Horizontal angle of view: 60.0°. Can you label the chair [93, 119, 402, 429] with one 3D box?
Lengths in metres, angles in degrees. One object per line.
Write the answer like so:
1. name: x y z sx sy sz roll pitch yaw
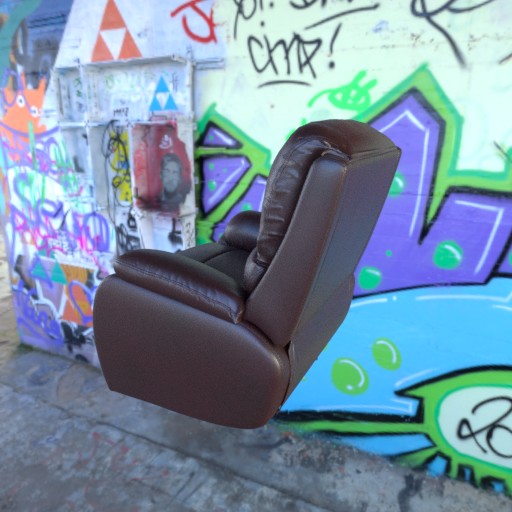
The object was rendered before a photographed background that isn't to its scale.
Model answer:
1. chair: 0.000 0.000 1.718 0.899 1.011 0.930 8 18 25
